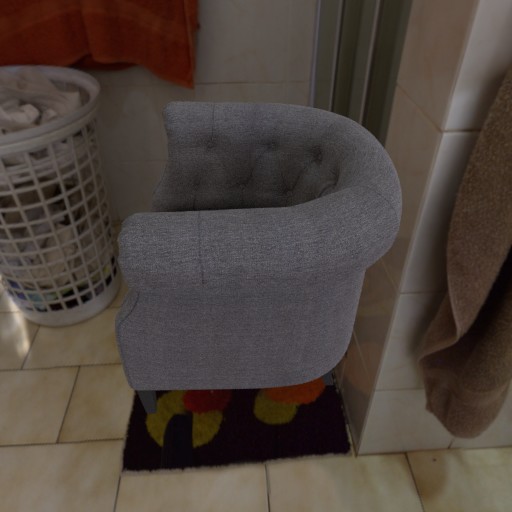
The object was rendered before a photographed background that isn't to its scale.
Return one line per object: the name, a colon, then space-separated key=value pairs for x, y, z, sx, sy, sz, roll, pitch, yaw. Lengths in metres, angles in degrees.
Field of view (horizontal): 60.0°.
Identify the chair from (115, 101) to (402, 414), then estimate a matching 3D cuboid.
chair: x=0.000 y=0.000 z=1.564 sx=0.852 sy=0.827 sz=0.905 roll=-1 pitch=40 yaw=-1
